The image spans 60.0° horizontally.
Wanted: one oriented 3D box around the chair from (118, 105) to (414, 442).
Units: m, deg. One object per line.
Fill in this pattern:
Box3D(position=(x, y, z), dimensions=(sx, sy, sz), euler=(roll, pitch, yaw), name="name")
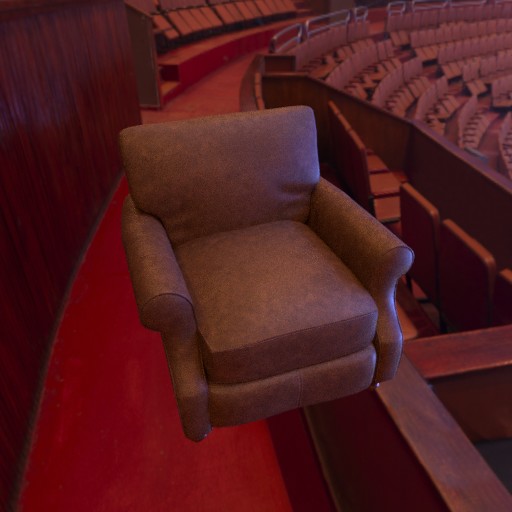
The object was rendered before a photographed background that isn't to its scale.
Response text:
Box3D(position=(0.000, 0.000, 1.780), dimensions=(0.996, 0.976, 1.002), euler=(-11, 34, -16), name="chair")
